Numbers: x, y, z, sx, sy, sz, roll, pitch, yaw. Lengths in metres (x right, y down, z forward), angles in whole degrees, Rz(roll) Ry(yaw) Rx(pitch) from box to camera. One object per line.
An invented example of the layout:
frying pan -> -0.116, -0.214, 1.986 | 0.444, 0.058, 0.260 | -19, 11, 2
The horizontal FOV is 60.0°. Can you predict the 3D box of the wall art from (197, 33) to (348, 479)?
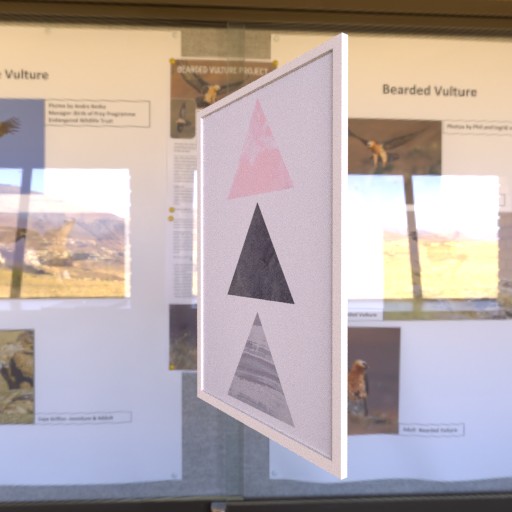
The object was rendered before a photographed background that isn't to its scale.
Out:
wall art -> 0.000, 0.000, 0.840 | 0.013, 0.656, 0.456 | 0, 1, -35
